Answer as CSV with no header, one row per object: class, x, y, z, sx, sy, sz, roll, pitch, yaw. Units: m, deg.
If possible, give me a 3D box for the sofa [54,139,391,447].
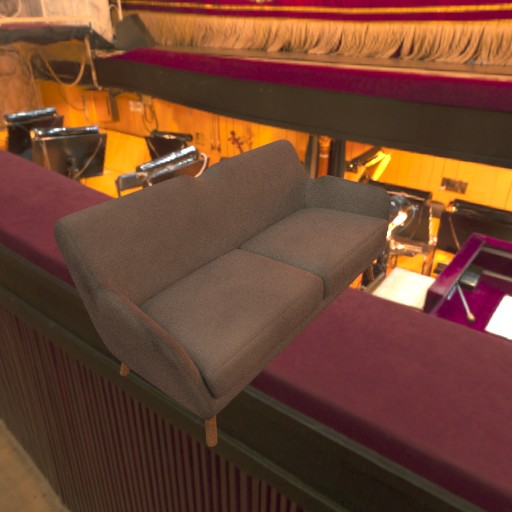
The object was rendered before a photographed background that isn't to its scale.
sofa,0.000,0.000,2.339,0.850,0.810,1.870,19,34,31
